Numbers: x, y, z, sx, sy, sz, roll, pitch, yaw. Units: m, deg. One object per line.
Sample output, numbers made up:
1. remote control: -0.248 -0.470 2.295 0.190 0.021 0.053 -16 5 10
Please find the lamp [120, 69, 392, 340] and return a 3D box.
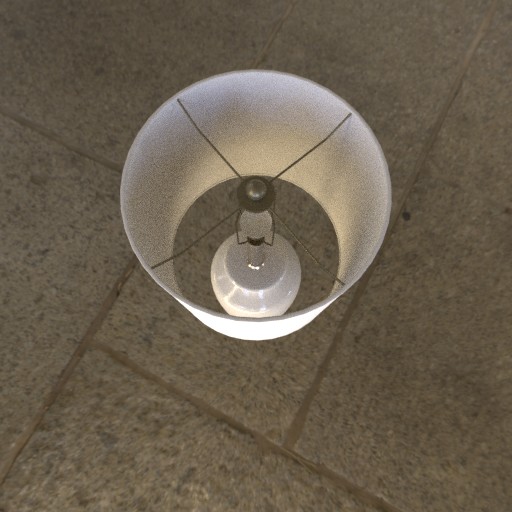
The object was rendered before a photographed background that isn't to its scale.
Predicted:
1. lamp: 0.000 0.000 0.497 0.188 0.392 0.188 -1 76 0
